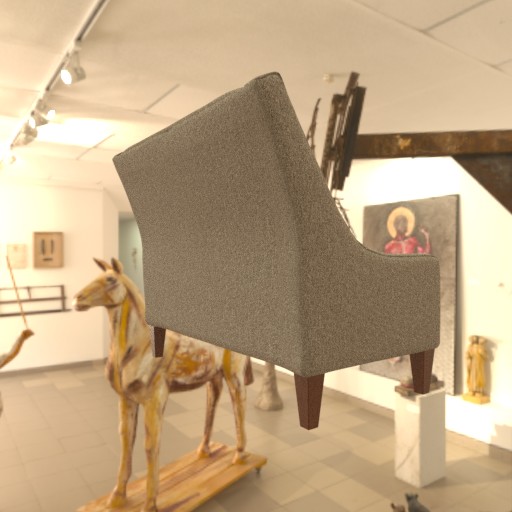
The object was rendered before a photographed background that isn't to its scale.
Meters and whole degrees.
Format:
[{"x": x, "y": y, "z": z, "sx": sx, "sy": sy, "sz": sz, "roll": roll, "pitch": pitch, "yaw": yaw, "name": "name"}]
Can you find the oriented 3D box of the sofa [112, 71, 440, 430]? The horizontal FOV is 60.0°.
[{"x": 0.000, "y": 0.000, "z": 1.914, "sx": 0.862, "sy": 1.026, "sz": 1.242, "roll": 0, "pitch": 0, "yaw": -36, "name": "sofa"}]
